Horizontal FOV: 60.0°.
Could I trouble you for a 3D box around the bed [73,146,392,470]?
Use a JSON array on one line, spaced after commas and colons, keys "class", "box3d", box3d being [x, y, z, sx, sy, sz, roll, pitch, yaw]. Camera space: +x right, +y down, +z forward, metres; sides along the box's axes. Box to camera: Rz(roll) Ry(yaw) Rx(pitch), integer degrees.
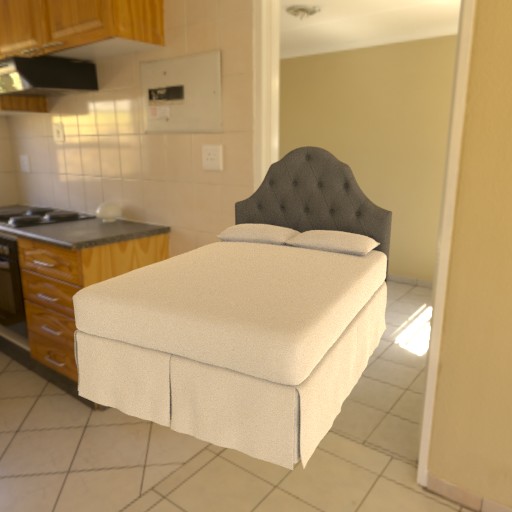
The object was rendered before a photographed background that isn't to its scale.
[{"class": "bed", "box3d": [0.000, 0.000, 3.274, 1.636, 1.575, 2.155, 7, 15, 26]}]
